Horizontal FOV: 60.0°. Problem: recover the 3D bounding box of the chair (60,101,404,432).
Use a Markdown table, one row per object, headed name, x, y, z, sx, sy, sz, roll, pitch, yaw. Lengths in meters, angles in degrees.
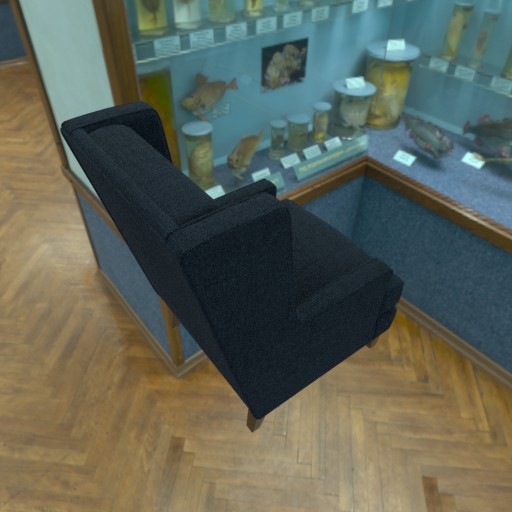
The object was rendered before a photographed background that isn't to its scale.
| name | x | y | z | sx | sy | sz | roll | pitch | yaw |
| --- | --- | --- | --- | --- | --- | --- | --- | --- | --- |
| chair | 0.000 | 0.000 | 1.685 | 0.947 | 1.072 | 0.764 | -26 | 48 | -26 |
